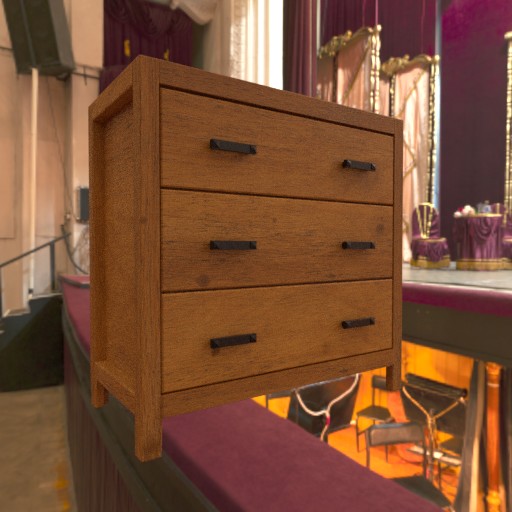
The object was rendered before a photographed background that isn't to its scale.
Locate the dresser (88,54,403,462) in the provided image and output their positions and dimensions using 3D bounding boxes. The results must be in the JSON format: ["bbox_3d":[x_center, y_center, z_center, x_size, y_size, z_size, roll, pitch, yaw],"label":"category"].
[{"bbox_3d":[0.000,0.000,1.251,0.804,0.804,0.427,-1,2,-34],"label":"dresser"}]
